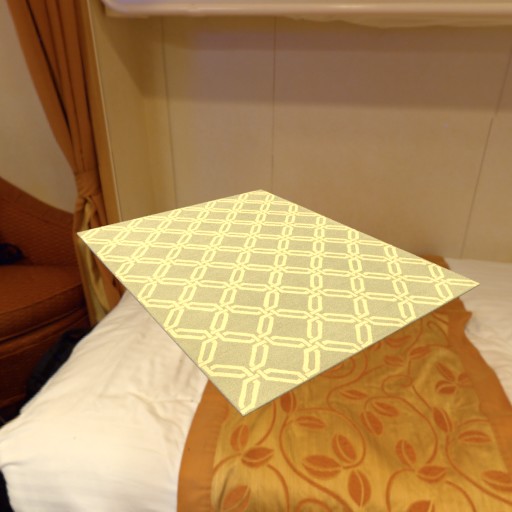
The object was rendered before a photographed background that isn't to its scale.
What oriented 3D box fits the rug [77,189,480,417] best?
[{"bbox_3d":[0.000,0.000,3.945,2.288,0.018,2.895,-18,32,-32],"label":"rug"}]
